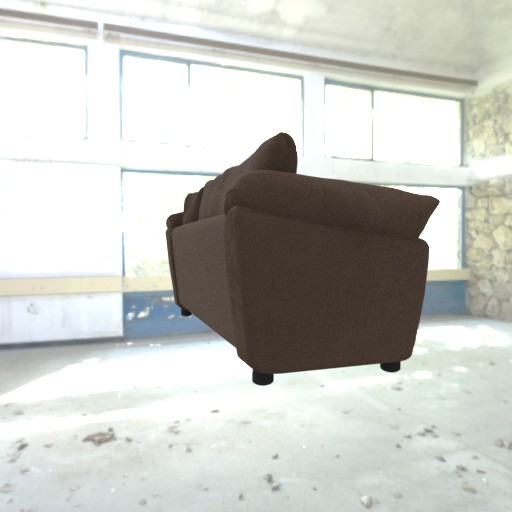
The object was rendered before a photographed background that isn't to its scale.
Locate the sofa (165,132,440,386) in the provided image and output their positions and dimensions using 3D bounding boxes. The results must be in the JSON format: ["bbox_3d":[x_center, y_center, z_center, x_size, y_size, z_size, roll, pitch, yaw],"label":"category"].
[{"bbox_3d":[0.000,0.000,2.812,0.878,1.015,2.336,0,1,-18],"label":"sofa"}]
